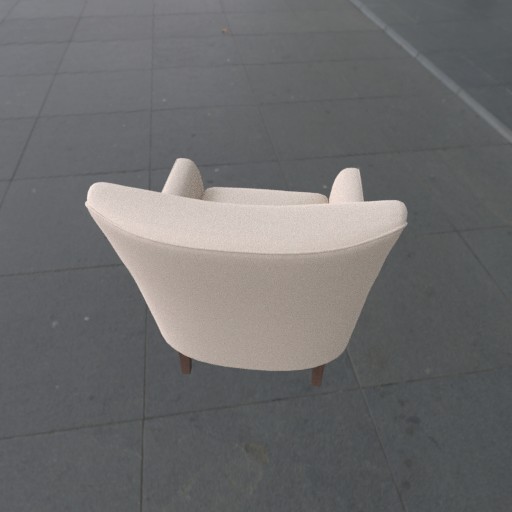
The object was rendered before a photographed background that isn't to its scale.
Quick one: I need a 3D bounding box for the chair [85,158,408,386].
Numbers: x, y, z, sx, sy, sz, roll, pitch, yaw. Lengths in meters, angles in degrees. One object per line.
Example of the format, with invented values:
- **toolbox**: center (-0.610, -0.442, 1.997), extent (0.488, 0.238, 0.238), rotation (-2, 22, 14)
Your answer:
- **chair**: center (0.000, 0.000, 1.534), extent (0.756, 0.916, 0.879), rotation (4, 44, 4)
